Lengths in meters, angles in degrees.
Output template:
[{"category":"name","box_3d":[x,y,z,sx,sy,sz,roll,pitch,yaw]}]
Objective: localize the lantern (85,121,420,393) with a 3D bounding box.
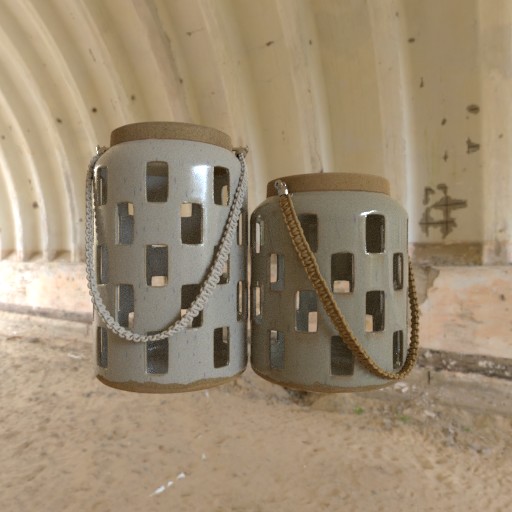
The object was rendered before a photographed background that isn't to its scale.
[{"category":"lantern","box_3d":[0.000,0.000,0.475,0.347,0.255,0.184,0,0,0]}]
